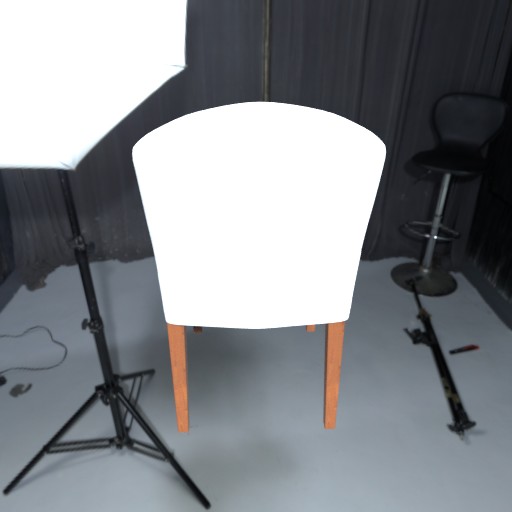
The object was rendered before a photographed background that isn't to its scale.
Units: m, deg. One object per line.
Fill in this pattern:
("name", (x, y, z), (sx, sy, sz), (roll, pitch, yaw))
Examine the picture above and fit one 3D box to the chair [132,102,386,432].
("chair", (0.000, 0.000, 1.202), (0.472, 0.893, 0.540), (-1, 29, -1))
